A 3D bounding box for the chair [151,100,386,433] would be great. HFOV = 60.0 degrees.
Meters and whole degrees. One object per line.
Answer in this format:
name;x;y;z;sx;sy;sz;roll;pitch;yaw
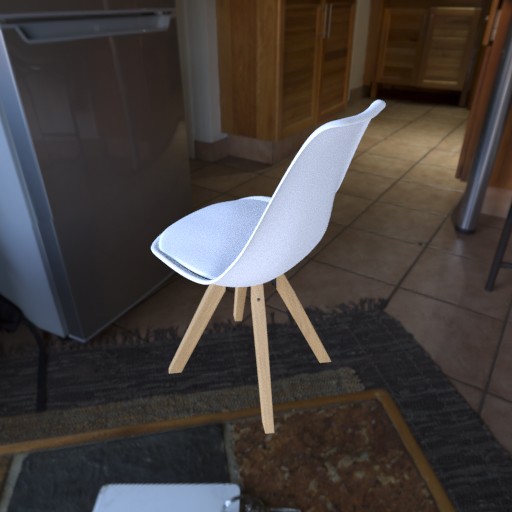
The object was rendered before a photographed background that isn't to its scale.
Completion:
chair;0.000;0.000;1.211;0.550;0.849;0.485;21;37;30
